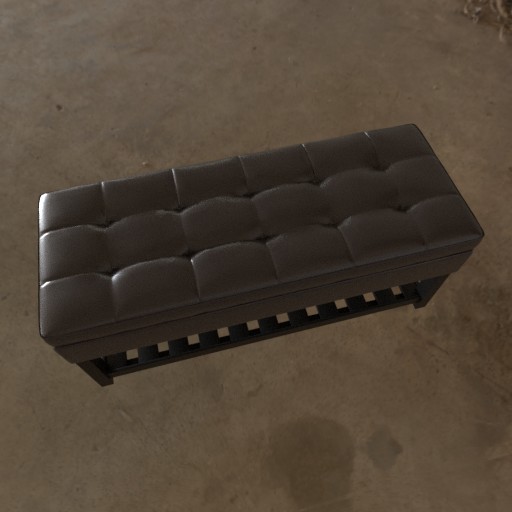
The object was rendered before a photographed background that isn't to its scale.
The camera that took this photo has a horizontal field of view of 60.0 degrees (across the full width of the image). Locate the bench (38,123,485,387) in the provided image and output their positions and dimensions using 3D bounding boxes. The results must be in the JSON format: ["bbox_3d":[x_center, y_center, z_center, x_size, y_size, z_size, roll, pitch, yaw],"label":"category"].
[{"bbox_3d":[0.000,0.000,1.329,1.105,0.460,0.432,-12,60,-7],"label":"bench"}]
